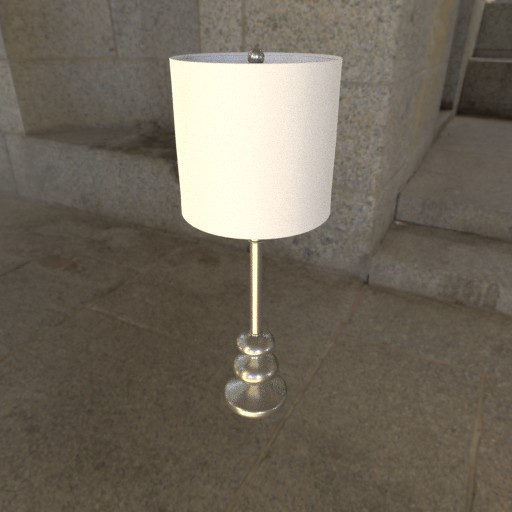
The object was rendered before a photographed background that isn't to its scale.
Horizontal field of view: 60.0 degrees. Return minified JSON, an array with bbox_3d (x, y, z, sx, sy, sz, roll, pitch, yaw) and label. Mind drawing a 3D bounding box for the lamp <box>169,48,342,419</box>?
[{"bbox_3d":[0.000,0.000,0.811,0.254,0.690,0.254,0,28,-1],"label":"lamp"}]
